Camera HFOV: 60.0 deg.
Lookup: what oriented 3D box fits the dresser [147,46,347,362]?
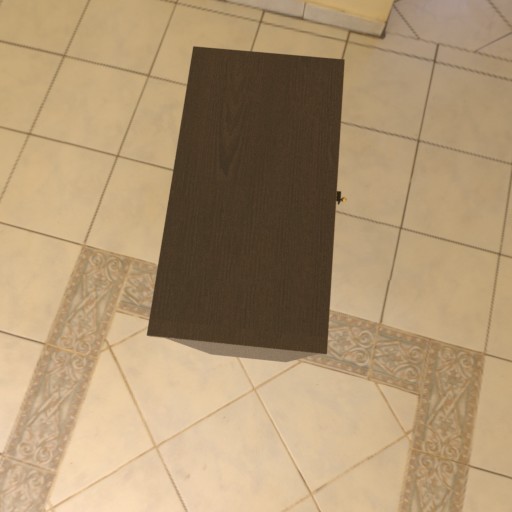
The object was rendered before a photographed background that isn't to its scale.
[{"bbox_3d":[0.000,0.000,1.600,0.418,1.254,0.704,6,76,1],"label":"dresser"}]
